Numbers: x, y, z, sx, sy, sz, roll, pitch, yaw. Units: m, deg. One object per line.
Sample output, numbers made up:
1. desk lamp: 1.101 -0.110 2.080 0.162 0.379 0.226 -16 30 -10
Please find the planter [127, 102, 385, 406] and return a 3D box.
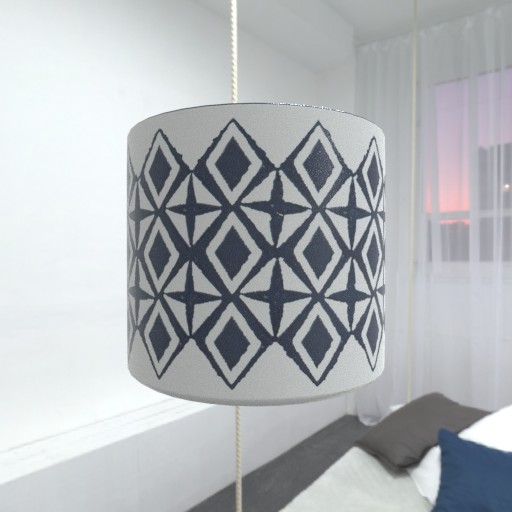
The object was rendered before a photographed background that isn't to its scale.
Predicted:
1. planter: 0.000 0.000 0.325 0.182 0.165 0.182 0 1 0
